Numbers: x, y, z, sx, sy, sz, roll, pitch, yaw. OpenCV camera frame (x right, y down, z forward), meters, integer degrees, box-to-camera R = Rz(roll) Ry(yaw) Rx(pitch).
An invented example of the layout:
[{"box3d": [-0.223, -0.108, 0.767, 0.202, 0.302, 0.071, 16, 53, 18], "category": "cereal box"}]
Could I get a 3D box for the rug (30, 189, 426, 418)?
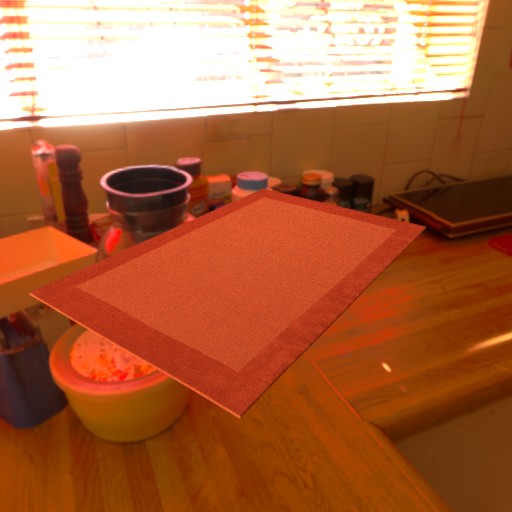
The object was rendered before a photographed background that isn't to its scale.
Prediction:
[{"box3d": [0.000, 0.000, 2.347, 1.219, 0.014, 1.829, 18, 32, 32], "category": "rug"}]
